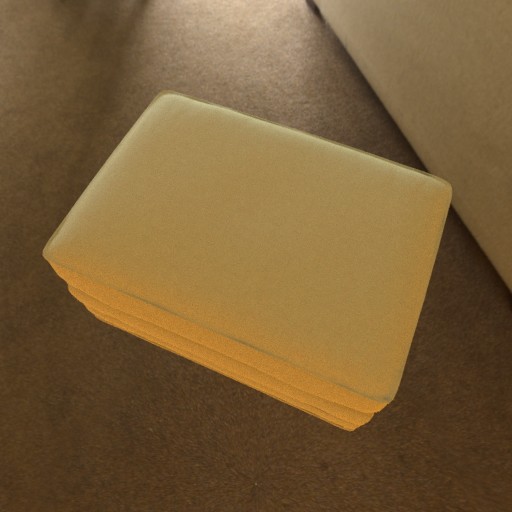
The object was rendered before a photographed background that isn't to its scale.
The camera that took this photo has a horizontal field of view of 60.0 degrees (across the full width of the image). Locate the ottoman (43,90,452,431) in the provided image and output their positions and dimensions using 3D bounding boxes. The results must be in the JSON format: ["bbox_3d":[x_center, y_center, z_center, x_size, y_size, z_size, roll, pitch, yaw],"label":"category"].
[{"bbox_3d":[0.000,0.000,1.215,0.848,0.482,0.611,21,65,11],"label":"ottoman"}]
